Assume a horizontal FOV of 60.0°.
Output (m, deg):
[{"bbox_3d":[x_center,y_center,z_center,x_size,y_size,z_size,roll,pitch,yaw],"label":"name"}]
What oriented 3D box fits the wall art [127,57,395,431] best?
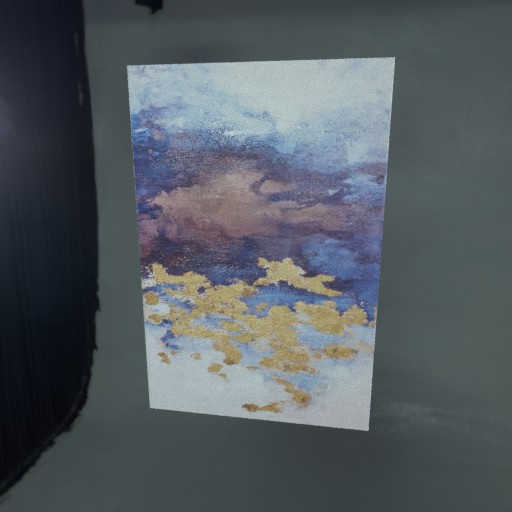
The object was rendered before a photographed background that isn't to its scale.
[{"bbox_3d":[0.000,0.000,1.082,0.583,0.874,0.048,2,14,10],"label":"wall art"}]
